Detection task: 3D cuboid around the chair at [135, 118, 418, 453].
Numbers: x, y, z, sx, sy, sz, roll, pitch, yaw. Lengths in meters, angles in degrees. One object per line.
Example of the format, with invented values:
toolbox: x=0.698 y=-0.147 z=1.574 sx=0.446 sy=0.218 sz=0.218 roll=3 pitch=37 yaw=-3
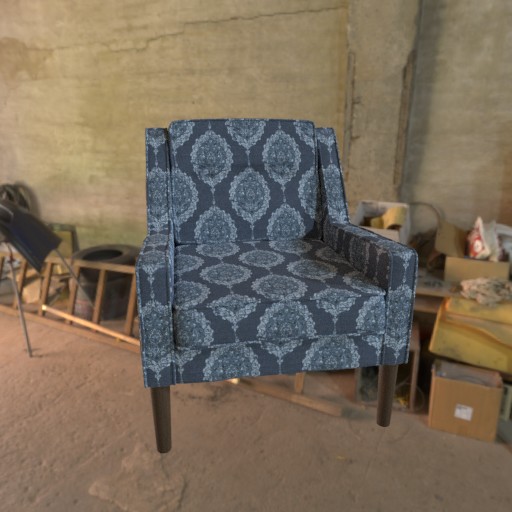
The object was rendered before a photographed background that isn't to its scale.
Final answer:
chair: x=0.000 y=0.000 z=1.329 sx=0.663 sy=0.792 sz=0.743 roll=-3 pitch=17 yaw=-9
